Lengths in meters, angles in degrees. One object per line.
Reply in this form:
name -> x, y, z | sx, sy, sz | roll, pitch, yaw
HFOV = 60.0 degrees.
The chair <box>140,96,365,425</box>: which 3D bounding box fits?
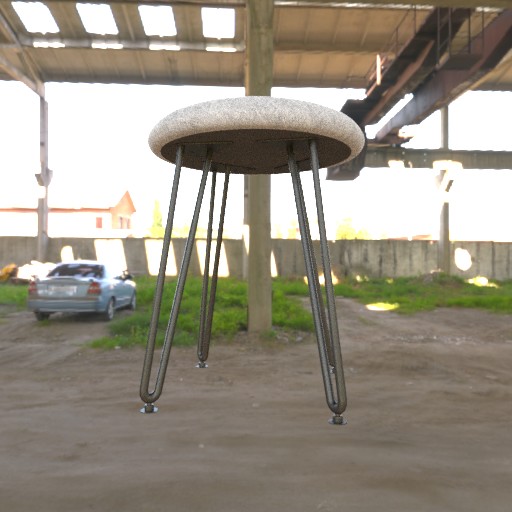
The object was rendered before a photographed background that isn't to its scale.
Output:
chair -> 0.000, 0.000, 0.647 | 0.350, 0.386, 0.350 | 0, -1, -35
